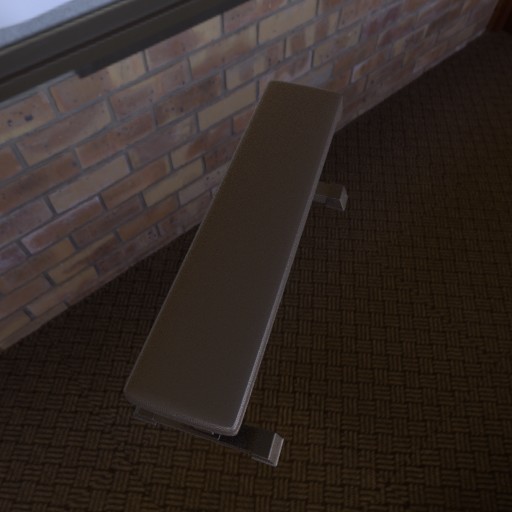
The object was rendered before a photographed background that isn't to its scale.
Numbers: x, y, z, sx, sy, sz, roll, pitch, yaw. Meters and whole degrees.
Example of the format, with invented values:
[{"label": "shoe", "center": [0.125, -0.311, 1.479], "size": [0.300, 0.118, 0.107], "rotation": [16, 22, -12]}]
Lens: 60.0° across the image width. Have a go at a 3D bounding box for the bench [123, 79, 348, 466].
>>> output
[{"label": "bench", "center": [0.000, 0.000, 1.330], "size": [0.439, 0.453, 1.072], "rotation": [15, 59, 9]}]
